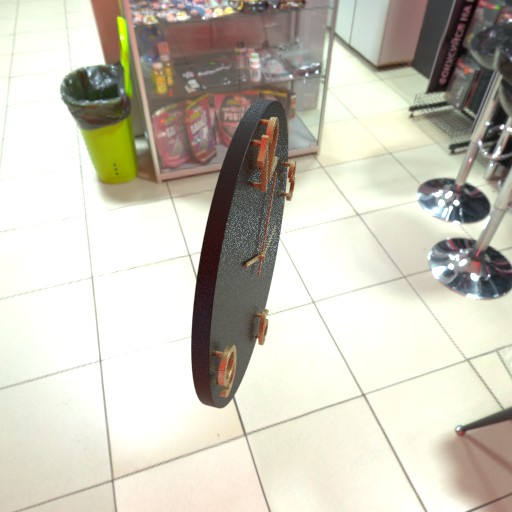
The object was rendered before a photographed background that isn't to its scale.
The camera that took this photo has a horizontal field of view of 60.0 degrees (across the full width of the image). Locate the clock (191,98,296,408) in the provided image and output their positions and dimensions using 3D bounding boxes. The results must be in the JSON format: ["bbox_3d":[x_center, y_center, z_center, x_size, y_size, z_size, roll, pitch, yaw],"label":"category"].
[{"bbox_3d":[0.000,0.000,0.680,0.038,0.454,0.454,11,48,10],"label":"clock"}]
